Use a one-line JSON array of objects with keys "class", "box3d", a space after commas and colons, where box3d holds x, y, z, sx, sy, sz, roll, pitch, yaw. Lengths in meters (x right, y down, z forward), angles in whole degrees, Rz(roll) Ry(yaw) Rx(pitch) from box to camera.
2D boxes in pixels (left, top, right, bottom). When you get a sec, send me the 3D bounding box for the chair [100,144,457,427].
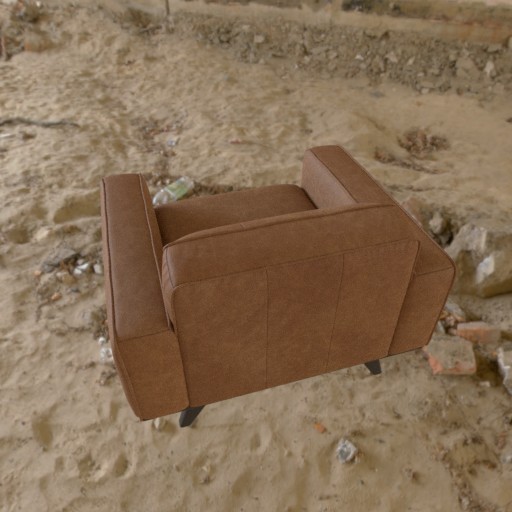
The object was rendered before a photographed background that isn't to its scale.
[{"class": "chair", "box3d": [0.000, 0.000, 1.743, 1.118, 0.782, 0.952, -11, 41, -13]}]
